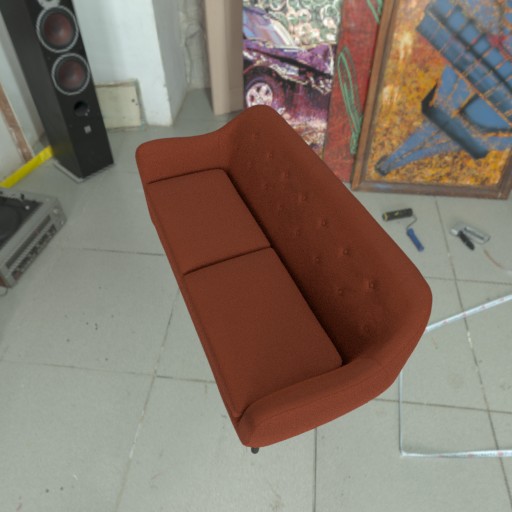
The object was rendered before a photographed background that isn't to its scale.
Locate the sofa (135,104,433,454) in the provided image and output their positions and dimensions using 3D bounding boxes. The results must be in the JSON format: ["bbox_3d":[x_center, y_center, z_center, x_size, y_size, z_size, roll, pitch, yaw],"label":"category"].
[{"bbox_3d":[0.000,0.000,2.283,0.820,0.836,1.840,-17,50,-15],"label":"sofa"}]
